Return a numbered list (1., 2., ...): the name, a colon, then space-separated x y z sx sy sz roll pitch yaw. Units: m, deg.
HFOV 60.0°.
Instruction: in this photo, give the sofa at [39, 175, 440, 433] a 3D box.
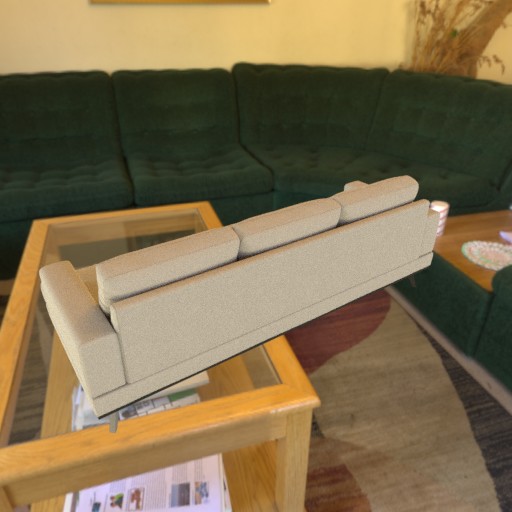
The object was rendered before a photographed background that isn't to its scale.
1. sofa: 0.000 0.000 2.699 2.310 0.810 0.920 -19 34 -30
